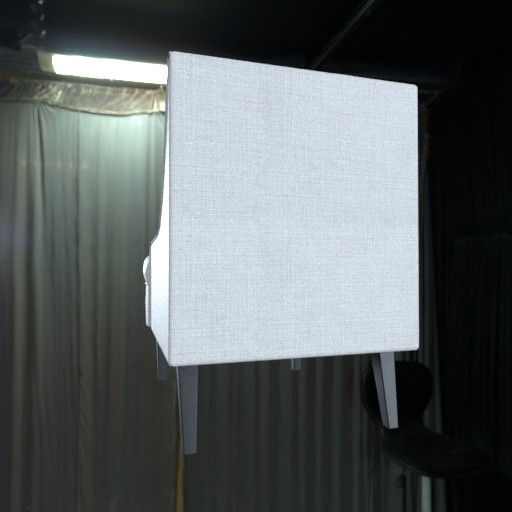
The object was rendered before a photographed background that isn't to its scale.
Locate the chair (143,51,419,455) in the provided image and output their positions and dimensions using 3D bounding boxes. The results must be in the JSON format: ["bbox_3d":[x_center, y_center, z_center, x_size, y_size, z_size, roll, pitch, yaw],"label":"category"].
[{"bbox_3d":[0.000,0.000,1.397,0.658,0.891,0.772,0,-1,-17],"label":"chair"}]
